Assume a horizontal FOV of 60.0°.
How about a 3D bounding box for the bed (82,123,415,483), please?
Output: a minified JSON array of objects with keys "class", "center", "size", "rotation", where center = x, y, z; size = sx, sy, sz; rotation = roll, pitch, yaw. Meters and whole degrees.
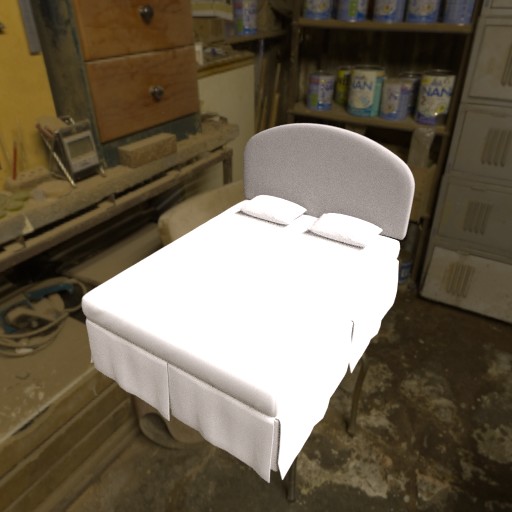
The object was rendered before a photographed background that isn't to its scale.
[{"class":"bed","center":[0.000,0.000,3.126],"size":[1.607,1.410,2.005],"rotation":[19,36,28]}]
